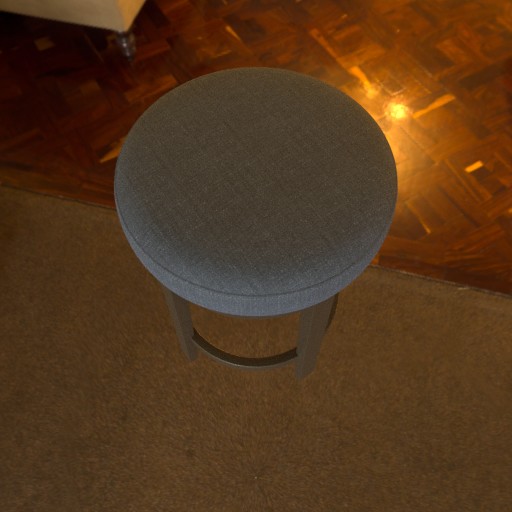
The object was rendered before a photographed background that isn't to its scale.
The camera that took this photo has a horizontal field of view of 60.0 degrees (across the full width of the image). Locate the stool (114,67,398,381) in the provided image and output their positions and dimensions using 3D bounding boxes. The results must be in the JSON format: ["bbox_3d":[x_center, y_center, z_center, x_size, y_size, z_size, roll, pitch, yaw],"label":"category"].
[{"bbox_3d":[0.000,0.000,0.929,0.449,0.655,0.449,0,63,0],"label":"stool"}]
